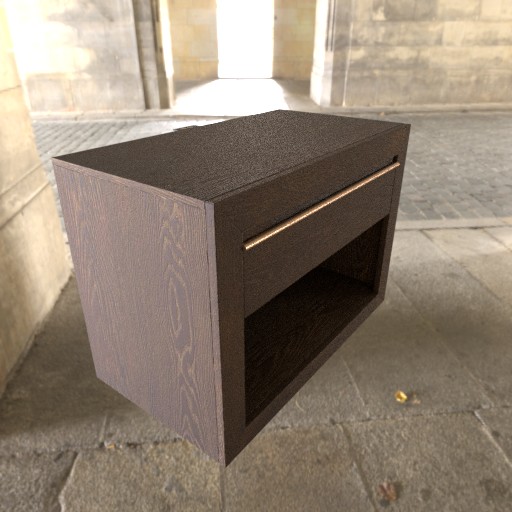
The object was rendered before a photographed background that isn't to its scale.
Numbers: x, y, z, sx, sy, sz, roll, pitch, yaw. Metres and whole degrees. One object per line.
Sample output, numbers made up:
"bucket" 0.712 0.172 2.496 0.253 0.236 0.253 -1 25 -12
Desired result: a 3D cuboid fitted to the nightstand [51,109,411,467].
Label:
"nightstand" 0.000 0.000 1.160 0.457 0.612 0.775 19 32 33
